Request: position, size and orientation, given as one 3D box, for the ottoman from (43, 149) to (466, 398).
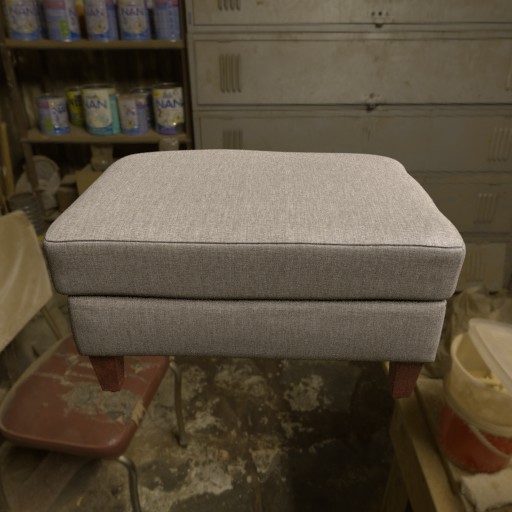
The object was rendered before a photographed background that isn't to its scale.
[{"bbox_3d":[0.000,0.000,1.232,0.873,0.494,0.639,1,29,1],"label":"ottoman"}]
